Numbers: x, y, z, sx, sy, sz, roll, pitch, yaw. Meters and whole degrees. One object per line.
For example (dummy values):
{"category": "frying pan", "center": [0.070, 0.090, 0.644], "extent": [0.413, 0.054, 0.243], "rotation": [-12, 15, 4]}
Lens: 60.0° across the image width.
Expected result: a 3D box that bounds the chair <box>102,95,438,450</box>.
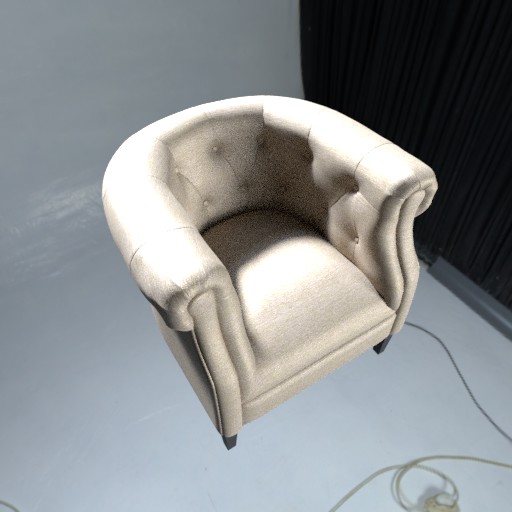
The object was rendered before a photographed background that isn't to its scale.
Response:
{"category": "chair", "center": [0.000, 0.000, 1.568], "extent": [0.905, 0.827, 0.852], "rotation": [-25, 51, -22]}
